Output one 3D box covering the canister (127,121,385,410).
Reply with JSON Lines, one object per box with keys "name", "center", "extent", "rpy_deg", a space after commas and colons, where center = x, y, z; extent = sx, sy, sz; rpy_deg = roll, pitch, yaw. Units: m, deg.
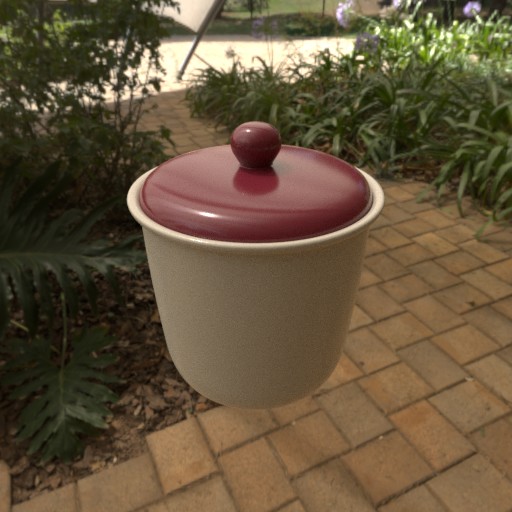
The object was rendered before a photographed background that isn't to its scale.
{"name": "canister", "center": [0.000, 0.000, 0.351], "extent": [0.182, 0.208, 0.182], "rpy_deg": [0, 30, 0]}
